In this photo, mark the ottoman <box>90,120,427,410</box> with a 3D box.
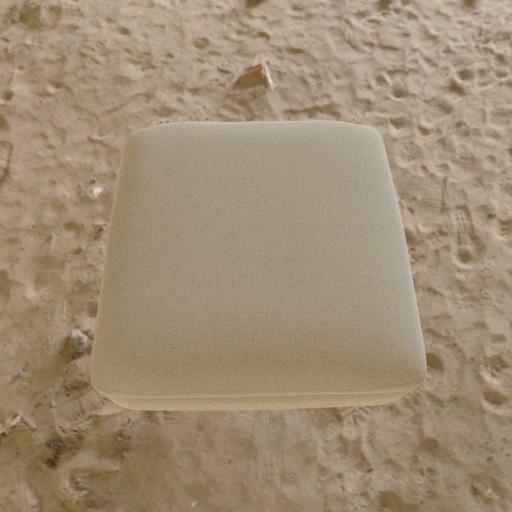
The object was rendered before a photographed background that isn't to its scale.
[{"bbox_3d":[0.000,0.000,1.561,0.977,0.467,0.996,-1,63,-1],"label":"ottoman"}]
